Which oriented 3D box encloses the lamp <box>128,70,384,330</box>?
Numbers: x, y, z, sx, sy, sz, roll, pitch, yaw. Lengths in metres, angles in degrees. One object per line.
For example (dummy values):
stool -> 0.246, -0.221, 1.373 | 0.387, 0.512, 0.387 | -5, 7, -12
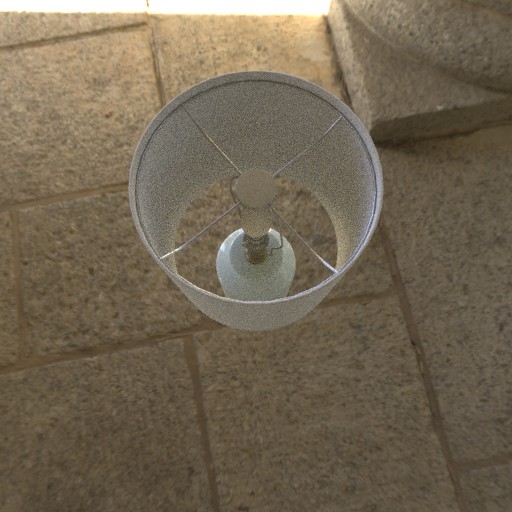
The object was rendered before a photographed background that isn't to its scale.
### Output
lamp -> 0.000, 0.000, 0.606 | 0.212, 0.493, 0.212 | -39, 78, -10
